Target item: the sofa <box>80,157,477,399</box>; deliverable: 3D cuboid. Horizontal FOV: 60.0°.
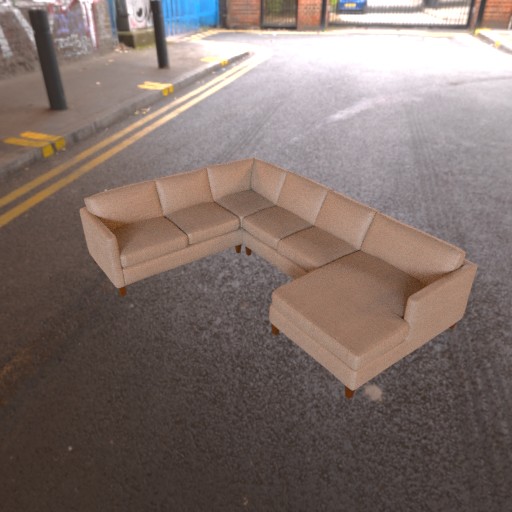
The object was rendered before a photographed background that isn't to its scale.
[{"bbox_3d":[0.000,0.000,4.709,2.594,0.961,3.460,-21,37,-31],"label":"sofa"}]
